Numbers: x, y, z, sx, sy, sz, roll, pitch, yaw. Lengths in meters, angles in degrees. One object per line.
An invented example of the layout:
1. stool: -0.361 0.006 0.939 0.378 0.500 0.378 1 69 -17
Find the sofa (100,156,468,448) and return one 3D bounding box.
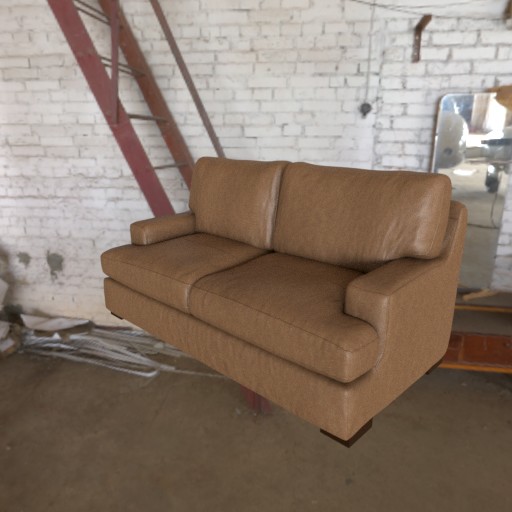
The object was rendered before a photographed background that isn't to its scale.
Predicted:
1. sofa: 0.000 0.000 2.424 1.855 0.980 0.962 15 22 42
